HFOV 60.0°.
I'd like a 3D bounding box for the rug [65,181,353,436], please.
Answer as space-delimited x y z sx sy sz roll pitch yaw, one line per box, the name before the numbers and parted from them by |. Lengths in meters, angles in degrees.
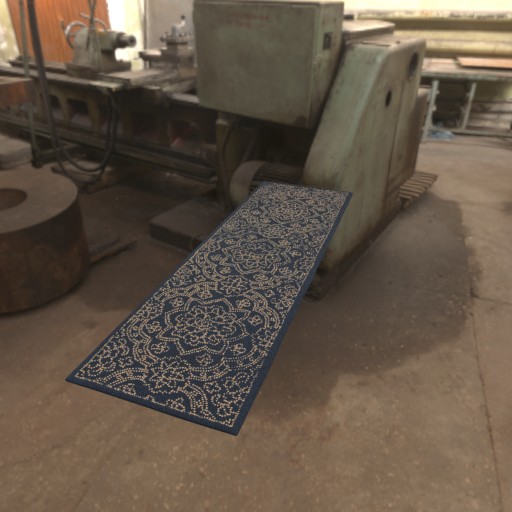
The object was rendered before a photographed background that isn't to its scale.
rug | 0.000 0.000 2.689 0.769 0.012 2.448 11 32 18
